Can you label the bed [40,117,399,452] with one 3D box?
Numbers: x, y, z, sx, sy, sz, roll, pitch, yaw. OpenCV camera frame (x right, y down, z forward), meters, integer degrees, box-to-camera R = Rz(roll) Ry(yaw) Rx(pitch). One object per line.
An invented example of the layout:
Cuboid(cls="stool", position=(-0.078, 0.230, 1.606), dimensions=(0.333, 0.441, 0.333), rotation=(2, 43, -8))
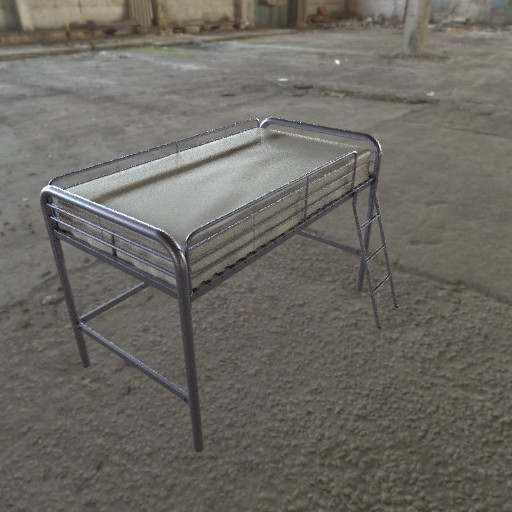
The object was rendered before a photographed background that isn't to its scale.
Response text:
Cuboid(cls="bed", position=(0.000, 0.000, 2.919), dimensions=(1.415, 1.288, 1.965), rotation=(21, 36, 32))
